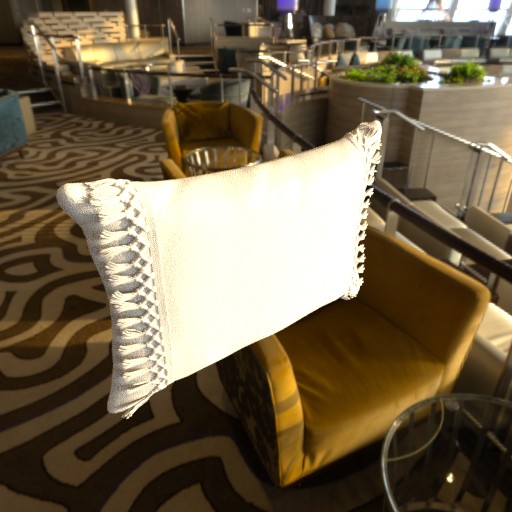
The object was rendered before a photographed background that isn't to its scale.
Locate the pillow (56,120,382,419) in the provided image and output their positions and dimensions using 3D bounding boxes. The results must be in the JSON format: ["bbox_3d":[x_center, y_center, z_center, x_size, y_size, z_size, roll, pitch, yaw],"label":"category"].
[{"bbox_3d":[0.000,0.000,0.603,0.466,0.305,0.084,-20,35,-32],"label":"pillow"}]
